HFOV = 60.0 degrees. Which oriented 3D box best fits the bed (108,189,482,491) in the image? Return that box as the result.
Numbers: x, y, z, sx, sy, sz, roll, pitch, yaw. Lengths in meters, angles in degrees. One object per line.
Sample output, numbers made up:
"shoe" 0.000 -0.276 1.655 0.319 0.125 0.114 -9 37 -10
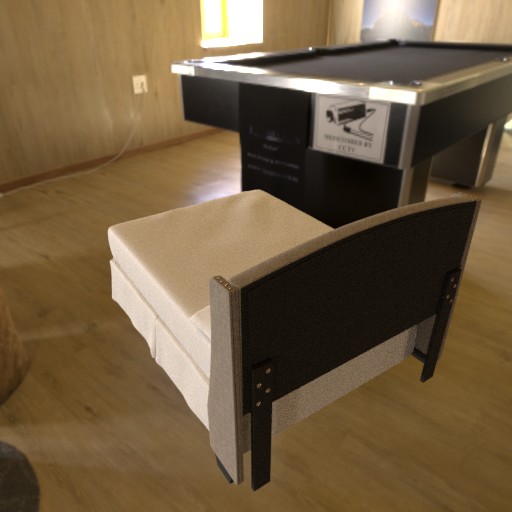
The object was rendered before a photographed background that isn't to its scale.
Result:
"bed" 0.000 0.000 3.239 1.710 1.407 2.237 -19 35 -29
